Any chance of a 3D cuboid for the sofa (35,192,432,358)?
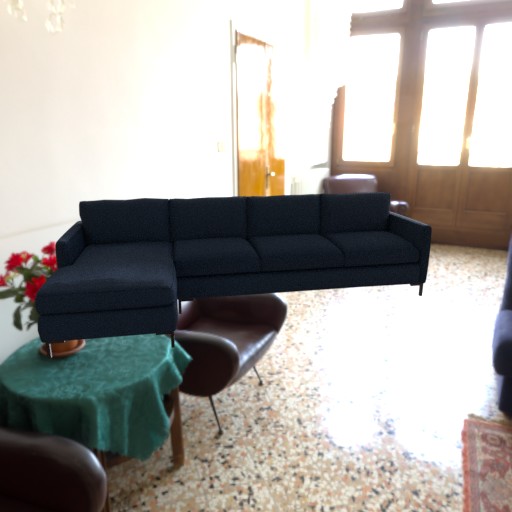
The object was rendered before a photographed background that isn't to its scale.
[{"bbox_3d":[0.000,0.000,2.907,2.450,0.679,1.128,-3,16,-11],"label":"sofa"}]
